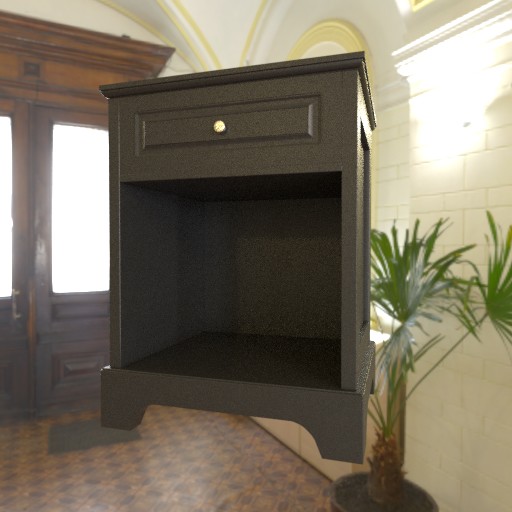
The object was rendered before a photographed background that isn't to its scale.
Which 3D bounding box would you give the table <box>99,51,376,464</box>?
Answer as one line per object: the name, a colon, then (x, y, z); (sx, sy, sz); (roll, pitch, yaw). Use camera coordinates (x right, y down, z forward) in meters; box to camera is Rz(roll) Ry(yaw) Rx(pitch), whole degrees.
table: (0.000, 0.000, 0.911); (0.460, 0.610, 0.399); (0, 1, 18)
